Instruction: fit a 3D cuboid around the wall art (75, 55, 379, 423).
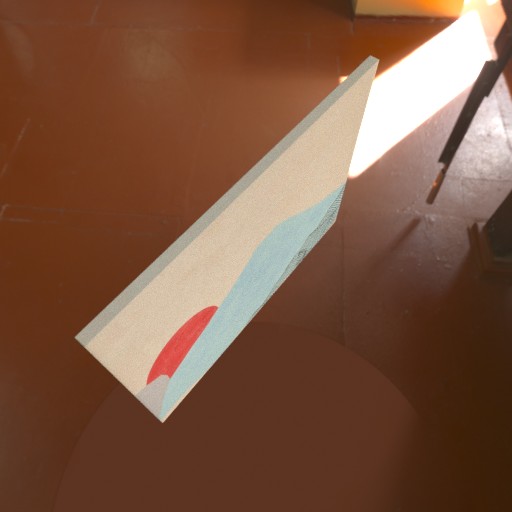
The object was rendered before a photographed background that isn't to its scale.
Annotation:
[{"bbox_3d":[0.000,0.000,1.583,0.042,0.912,1.219,35,66,18],"label":"wall art"}]
